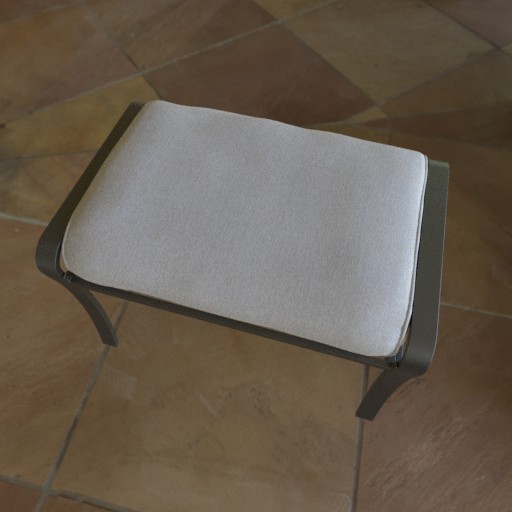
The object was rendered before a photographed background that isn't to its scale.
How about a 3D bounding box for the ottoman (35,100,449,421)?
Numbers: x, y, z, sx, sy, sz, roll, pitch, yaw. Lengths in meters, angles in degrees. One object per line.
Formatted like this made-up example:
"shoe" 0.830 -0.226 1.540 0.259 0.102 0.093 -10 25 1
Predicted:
"ottoman" 0.000 0.000 0.880 0.610 0.422 0.406 14 58 9
